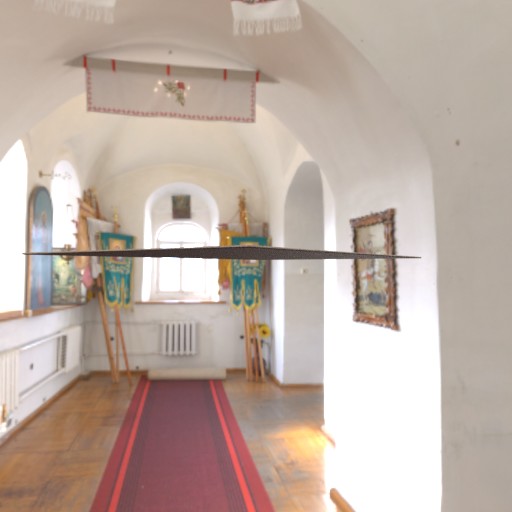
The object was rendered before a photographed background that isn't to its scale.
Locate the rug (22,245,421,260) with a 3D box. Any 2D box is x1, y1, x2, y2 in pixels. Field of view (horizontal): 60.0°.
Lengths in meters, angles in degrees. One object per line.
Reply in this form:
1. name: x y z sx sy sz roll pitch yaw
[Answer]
1. rug: 0.000 0.000 2.333 1.219 0.008 1.829 -1 -2 35
